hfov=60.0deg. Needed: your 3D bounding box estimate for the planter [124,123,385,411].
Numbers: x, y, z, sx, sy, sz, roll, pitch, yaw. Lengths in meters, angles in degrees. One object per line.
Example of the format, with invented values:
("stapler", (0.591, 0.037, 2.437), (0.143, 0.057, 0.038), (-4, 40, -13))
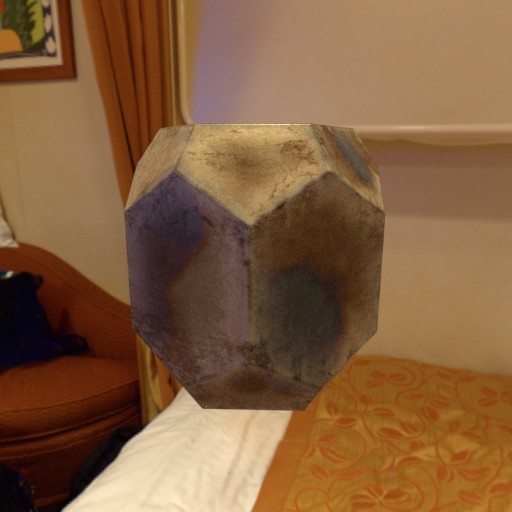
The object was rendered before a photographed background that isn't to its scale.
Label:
("planter", (0.000, 0.000, 0.428), (0.243, 0.238, 0.221), (-7, 15, -27))
